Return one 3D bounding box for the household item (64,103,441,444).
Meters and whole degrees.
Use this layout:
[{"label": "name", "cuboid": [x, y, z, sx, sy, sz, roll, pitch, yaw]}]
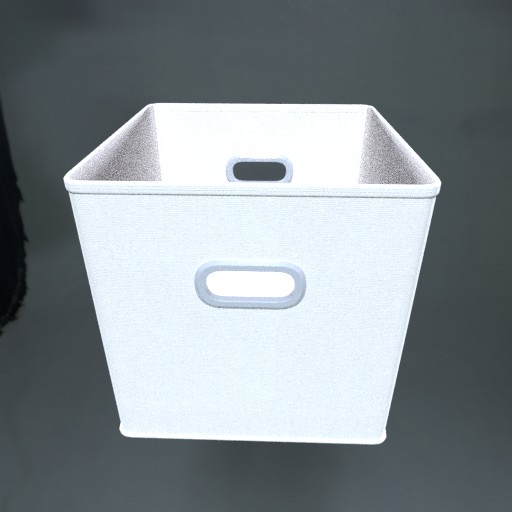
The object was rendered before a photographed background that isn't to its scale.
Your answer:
[{"label": "household item", "cuboid": [0.000, 0.000, 0.550, 0.305, 0.305, 0.305, 1, 30, 2]}]
